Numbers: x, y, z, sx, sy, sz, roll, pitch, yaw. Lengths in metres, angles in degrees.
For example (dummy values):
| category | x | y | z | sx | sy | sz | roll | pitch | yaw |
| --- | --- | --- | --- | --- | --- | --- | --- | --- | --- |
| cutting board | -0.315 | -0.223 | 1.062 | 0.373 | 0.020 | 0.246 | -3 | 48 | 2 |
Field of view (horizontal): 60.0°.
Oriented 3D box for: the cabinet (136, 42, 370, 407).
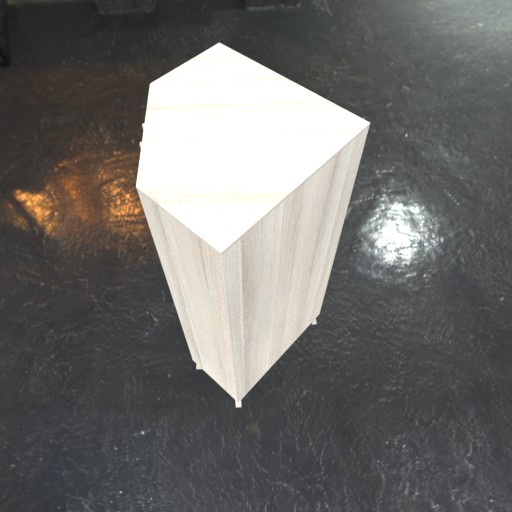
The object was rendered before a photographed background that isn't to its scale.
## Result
| category | x | y | z | sx | sy | sz | roll | pitch | yaw |
| --- | --- | --- | --- | --- | --- | --- | --- | --- | --- |
| cabinet | 0.000 | 0.000 | 2.678 | 0.969 | 1.957 | 1.272 | -2 | 56 | -2 |
